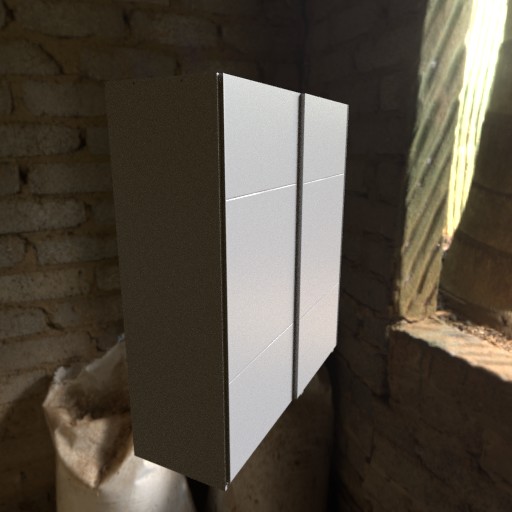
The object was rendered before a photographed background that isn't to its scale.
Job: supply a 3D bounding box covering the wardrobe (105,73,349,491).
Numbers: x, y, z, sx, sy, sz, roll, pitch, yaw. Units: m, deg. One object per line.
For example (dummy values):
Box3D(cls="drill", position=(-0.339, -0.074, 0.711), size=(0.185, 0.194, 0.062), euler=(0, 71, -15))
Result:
Box3D(cls="wardrobe", position=(0.000, 0.000, 2.860), size=(0.629, 1.960, 1.780), euler=(7, 16, 26))
